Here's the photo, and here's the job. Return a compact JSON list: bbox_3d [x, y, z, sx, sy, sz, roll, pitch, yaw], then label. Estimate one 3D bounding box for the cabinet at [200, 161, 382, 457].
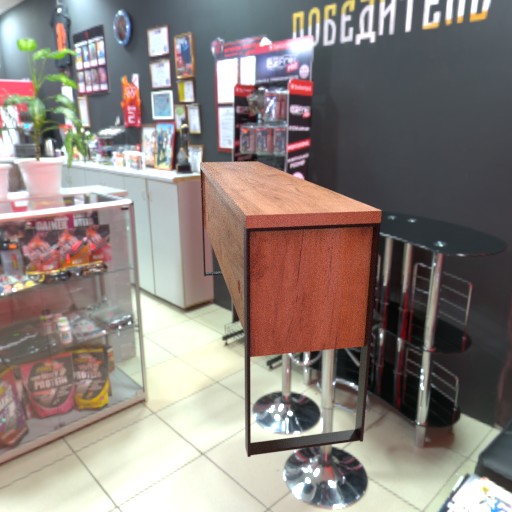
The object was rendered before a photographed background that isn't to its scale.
[{"bbox_3d":[0.000,0.000,2.154,0.395,0.762,1.800,-3,17,-10],"label":"cabinet"}]
